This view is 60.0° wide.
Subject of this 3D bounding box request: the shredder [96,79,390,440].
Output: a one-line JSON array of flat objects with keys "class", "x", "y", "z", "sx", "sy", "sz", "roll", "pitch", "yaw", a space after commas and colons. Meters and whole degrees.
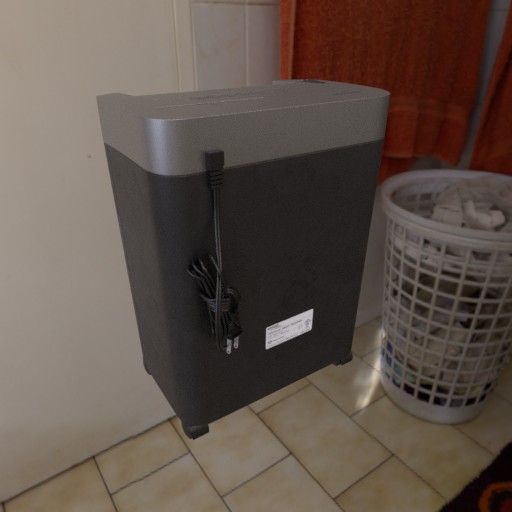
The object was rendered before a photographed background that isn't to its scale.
[{"class": "shredder", "x": 0.000, "y": 0.000, "z": 0.597, "sx": 0.311, "sy": 0.419, "sz": 0.237, "roll": -17, "pitch": 32, "yaw": -29}]
